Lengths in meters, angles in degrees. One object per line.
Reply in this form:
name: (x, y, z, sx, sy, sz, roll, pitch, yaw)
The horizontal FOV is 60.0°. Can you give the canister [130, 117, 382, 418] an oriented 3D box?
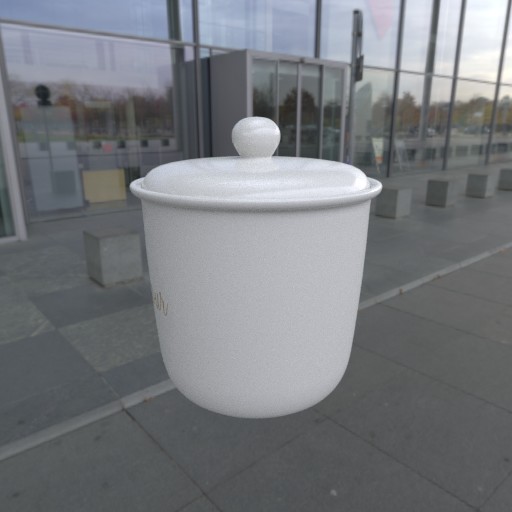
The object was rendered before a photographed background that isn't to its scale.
canister: (0.000, 0.000, 0.347, 0.182, 0.208, 0.182, 0, 16, 0)
